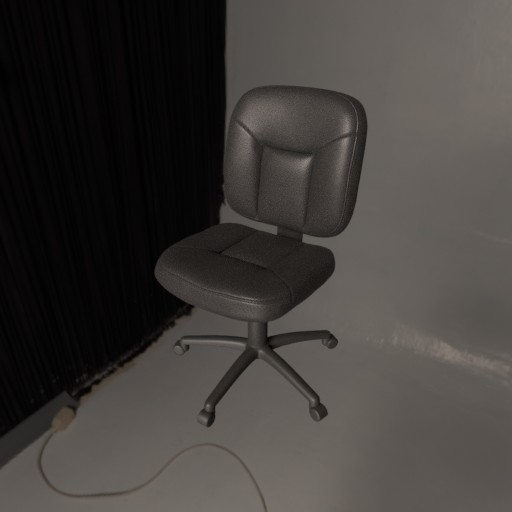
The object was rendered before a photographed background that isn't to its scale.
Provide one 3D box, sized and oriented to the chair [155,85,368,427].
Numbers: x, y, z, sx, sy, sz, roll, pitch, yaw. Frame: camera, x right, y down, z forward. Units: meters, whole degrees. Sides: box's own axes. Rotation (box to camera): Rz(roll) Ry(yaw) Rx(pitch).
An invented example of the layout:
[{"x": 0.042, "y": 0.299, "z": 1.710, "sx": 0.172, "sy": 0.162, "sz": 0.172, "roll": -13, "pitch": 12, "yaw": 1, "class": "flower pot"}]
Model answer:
[{"x": 0.000, "y": 0.000, "z": 1.422, "sx": 0.647, "sy": 0.959, "sz": 0.646, "roll": 17, "pitch": 33, "yaw": 28, "class": "chair"}]
